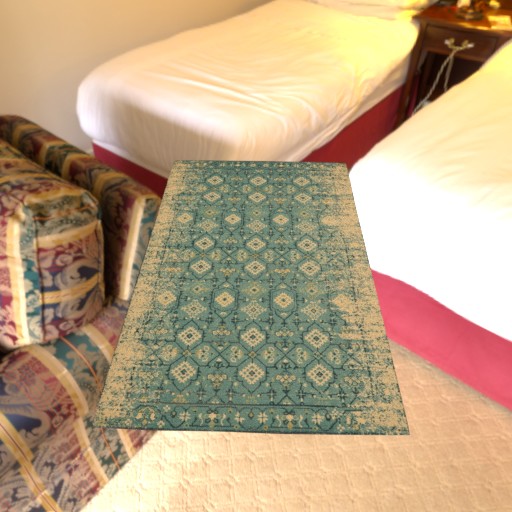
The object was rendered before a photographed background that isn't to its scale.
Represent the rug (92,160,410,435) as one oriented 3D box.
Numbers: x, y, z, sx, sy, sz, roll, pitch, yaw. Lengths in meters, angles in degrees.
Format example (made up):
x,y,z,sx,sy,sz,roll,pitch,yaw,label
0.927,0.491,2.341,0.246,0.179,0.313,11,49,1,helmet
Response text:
x,y,z,sx,sy,sz,roll,pitch,yaw,label
0.000,0.000,2.182,1.102,0.008,1.795,1,43,1,rug
